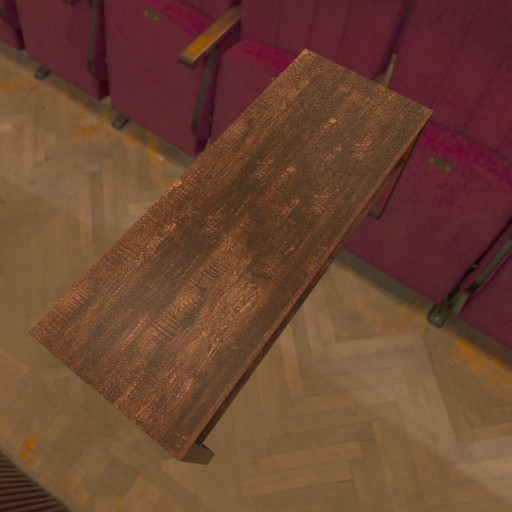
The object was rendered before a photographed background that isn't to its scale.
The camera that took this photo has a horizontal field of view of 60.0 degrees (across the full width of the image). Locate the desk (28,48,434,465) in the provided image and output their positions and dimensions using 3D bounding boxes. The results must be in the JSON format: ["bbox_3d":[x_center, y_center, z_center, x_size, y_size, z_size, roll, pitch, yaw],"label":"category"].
[{"bbox_3d":[0.000,0.000,1.869,0.599,0.762,1.524,33,68,15],"label":"desk"}]
